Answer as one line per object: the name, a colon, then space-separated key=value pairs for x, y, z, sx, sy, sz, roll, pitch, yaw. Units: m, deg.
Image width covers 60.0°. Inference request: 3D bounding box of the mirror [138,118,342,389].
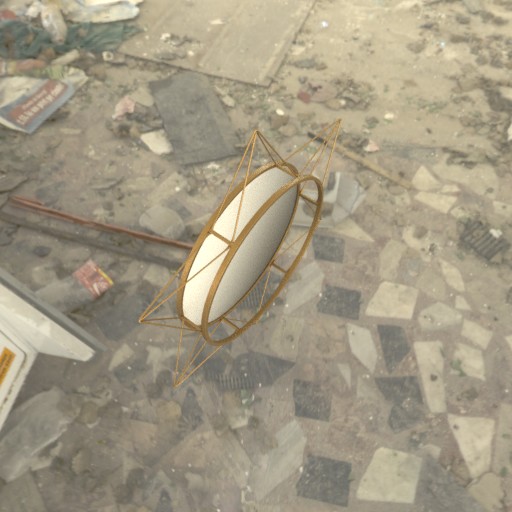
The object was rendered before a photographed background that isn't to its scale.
mirror: x=0.000 y=0.000 z=0.802 sx=0.062 sy=0.581 sz=0.498 roll=33 pitch=63 yaw=20
